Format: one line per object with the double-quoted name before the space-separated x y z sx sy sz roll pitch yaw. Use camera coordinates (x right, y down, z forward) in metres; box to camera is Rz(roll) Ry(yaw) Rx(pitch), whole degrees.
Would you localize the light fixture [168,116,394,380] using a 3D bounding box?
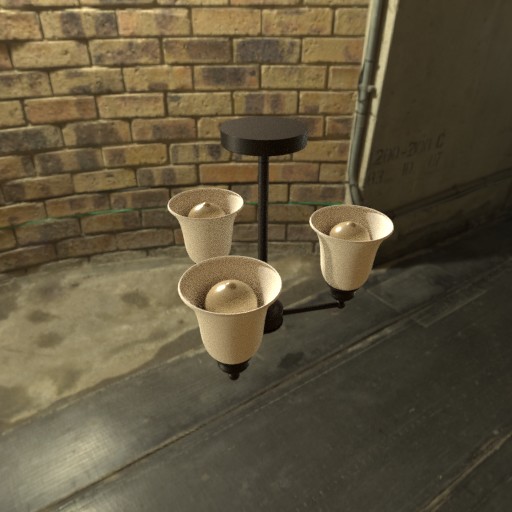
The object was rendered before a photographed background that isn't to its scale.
"light fixture" 0.000 0.000 0.673 0.388 0.370 0.354 9 32 15
